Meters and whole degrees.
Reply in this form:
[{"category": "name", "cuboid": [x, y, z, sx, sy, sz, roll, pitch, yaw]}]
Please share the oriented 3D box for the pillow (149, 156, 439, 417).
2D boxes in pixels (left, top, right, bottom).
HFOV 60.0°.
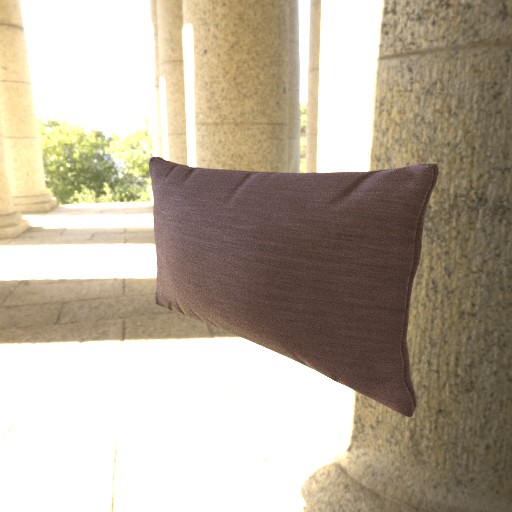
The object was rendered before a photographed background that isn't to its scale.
[{"category": "pillow", "cuboid": [0.000, 0.000, 0.788, 0.210, 0.338, 0.633, -13, 19, -43]}]
